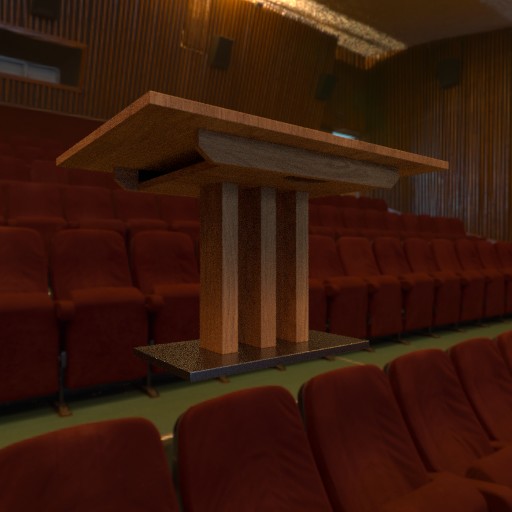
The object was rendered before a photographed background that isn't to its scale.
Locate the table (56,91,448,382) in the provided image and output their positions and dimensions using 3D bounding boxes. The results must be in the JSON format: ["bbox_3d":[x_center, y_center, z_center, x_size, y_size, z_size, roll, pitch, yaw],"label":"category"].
[{"bbox_3d":[0.000,0.000,1.785,1.300,0.770,0.900,0,0,-37],"label":"table"}]
